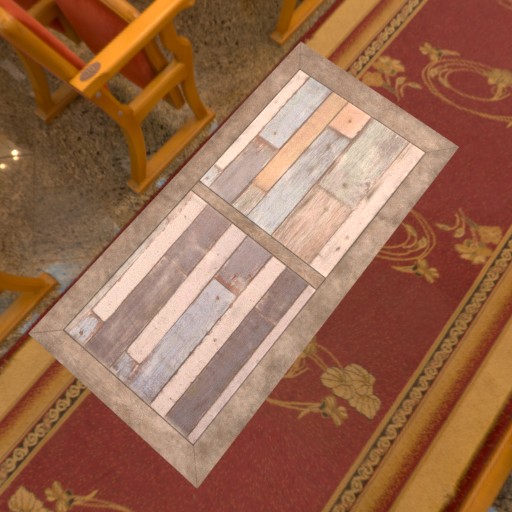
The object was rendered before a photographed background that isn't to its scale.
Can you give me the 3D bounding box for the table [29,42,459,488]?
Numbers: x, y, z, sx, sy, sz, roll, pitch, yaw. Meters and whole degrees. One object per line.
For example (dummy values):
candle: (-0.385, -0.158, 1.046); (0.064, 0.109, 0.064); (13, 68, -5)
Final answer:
table: (0.000, 0.000, 1.507); (0.610, 0.470, 1.219); (38, 78, 9)
